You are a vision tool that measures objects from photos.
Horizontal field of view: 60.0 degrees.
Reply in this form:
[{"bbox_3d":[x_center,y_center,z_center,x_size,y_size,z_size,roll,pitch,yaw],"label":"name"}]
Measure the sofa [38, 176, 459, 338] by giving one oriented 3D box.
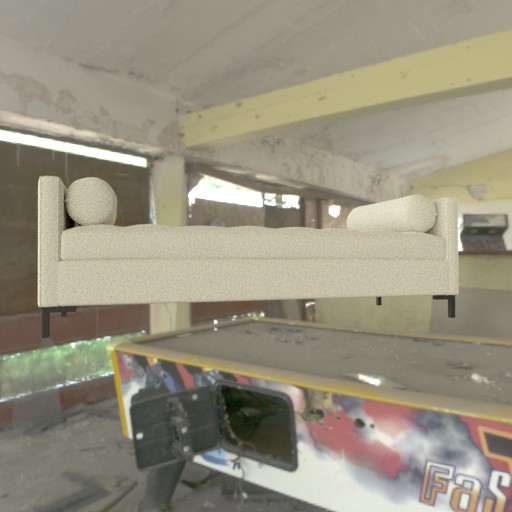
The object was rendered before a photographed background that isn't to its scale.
[{"bbox_3d":[0.000,0.000,2.327,1.985,0.641,0.746,0,-1,-18],"label":"sofa"}]
